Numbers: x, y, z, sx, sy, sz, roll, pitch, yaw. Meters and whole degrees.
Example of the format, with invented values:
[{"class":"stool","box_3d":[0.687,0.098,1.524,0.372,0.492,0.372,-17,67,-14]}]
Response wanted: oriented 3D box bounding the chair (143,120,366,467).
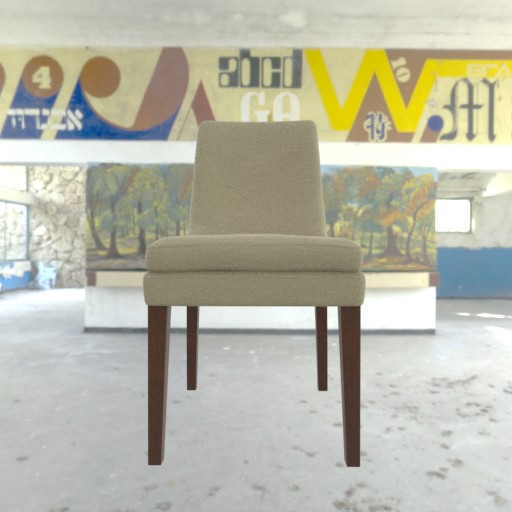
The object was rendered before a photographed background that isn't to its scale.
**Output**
[{"class":"chair","box_3d":[0.000,0.000,1.297,0.515,0.940,0.638,0,1,1]}]
